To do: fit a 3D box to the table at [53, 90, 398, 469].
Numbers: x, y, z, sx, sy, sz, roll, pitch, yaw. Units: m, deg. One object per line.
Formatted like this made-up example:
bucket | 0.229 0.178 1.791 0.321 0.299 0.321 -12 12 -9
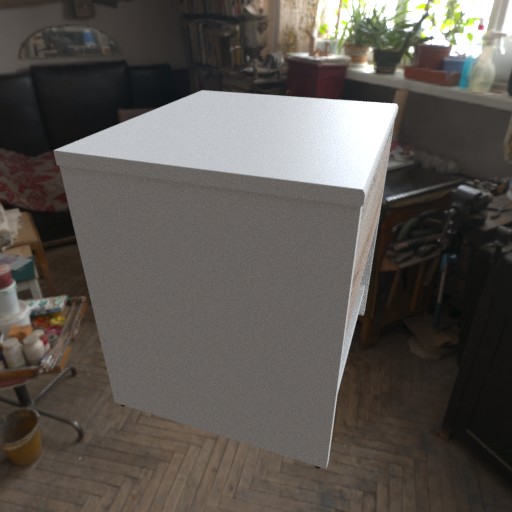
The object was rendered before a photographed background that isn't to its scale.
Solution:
table | 0.000 0.000 0.778 0.380 0.460 0.420 10 32 17
